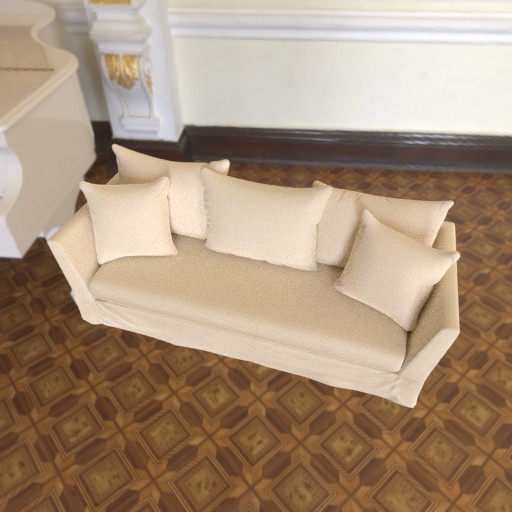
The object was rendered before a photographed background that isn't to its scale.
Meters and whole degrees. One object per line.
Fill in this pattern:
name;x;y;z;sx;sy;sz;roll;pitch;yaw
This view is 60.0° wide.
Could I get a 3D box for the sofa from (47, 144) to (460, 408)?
sofa;0.000;0.000;3.029;2.484;1.042;1.030;12;43;13
